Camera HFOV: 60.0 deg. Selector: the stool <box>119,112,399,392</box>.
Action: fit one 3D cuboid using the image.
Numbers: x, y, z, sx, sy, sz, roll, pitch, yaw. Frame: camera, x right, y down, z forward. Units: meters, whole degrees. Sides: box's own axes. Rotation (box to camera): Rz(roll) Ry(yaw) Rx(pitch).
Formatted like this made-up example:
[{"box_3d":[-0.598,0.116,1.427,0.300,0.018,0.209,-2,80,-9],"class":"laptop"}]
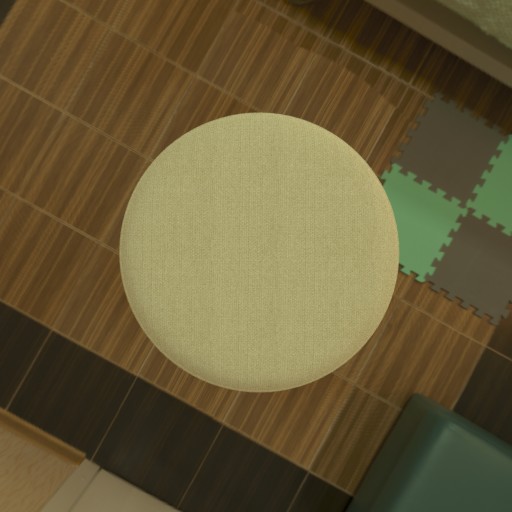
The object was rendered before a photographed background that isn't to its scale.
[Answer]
[{"box_3d":[0.000,0.000,0.962,0.449,0.655,0.449,0,89,-1],"class":"stool"}]
